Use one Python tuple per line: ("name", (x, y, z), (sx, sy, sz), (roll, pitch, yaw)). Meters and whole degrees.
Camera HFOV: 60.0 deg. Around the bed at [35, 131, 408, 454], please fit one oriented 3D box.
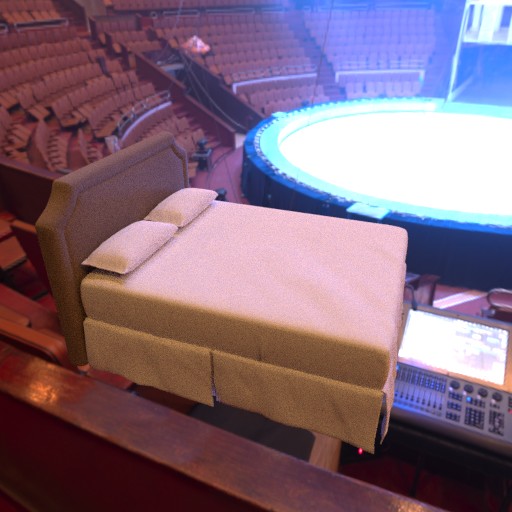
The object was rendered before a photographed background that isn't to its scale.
("bed", (0.000, 0.000, 3.119), (2.116, 1.290, 1.693), (10, 31, 17))
